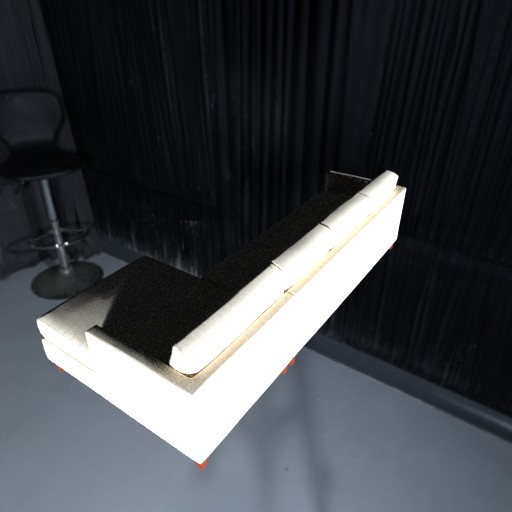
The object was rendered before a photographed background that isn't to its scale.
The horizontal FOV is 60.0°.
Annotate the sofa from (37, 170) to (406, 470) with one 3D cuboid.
[{"bbox_3d":[0.000,0.000,4.099,1.603,0.954,3.471,20,37,29],"label":"sofa"}]
